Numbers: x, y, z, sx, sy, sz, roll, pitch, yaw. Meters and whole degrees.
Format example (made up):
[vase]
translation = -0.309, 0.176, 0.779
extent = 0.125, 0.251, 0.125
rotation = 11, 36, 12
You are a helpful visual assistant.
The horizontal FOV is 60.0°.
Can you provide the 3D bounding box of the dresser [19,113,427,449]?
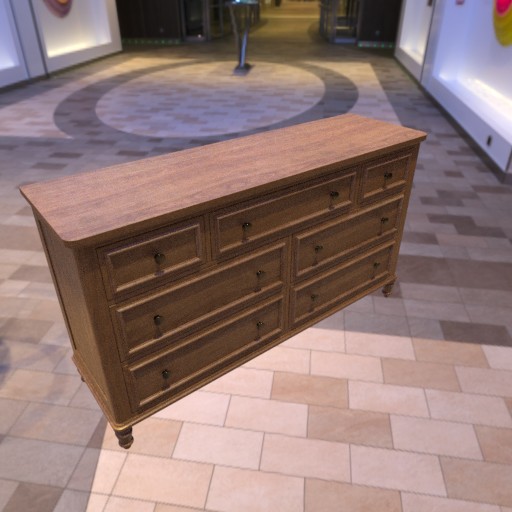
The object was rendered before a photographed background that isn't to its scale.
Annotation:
[dresser]
translation = 0.000, 0.000, 1.924
extent = 1.583, 0.892, 0.468
rotation = -22, 38, -32
